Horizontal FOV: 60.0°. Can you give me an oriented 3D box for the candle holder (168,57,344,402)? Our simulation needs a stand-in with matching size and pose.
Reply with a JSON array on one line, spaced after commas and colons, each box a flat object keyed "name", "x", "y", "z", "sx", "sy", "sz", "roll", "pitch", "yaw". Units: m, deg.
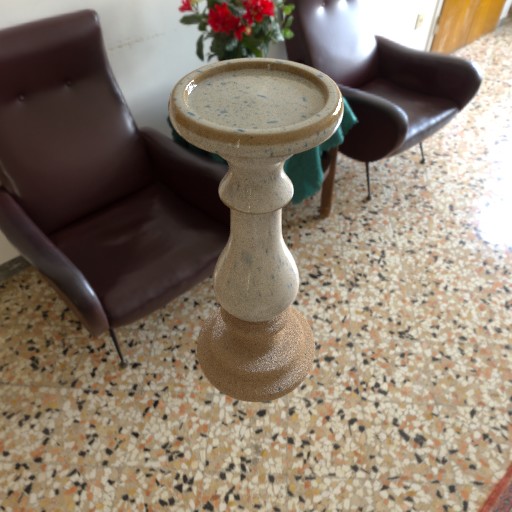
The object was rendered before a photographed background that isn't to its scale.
[{"name": "candle holder", "x": 0.000, "y": 0.000, "z": 0.263, "sx": 0.088, "sy": 0.203, "sz": 0.088, "roll": 0, "pitch": 46, "yaw": 0}]
